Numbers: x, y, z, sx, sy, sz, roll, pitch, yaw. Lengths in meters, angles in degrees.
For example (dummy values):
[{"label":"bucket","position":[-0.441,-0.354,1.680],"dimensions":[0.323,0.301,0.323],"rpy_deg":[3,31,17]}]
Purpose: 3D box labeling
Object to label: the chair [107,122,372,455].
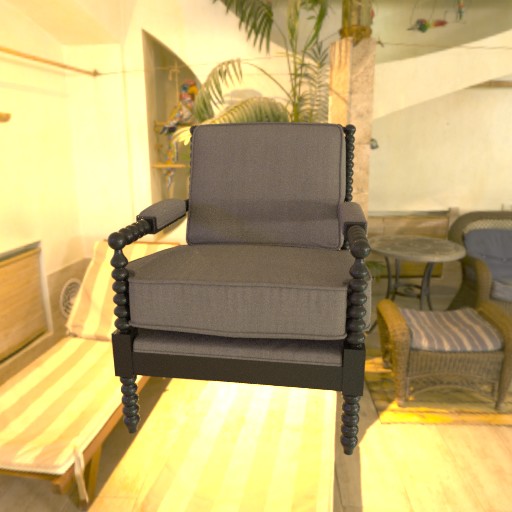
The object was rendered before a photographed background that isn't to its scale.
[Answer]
[{"label":"chair","position":[0.000,0.000,1.112],"dimensions":[0.540,0.661,0.622],"rpy_deg":[2,15,8]}]
